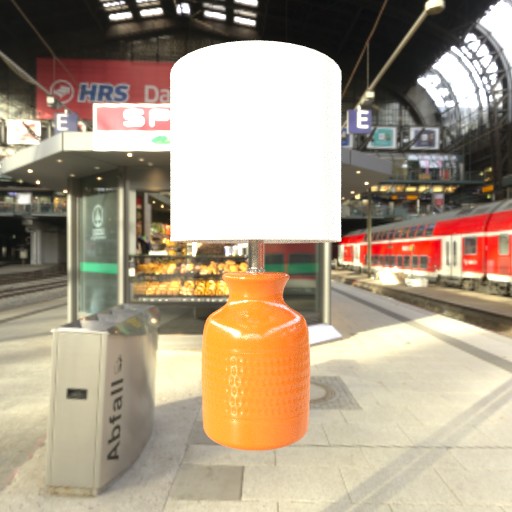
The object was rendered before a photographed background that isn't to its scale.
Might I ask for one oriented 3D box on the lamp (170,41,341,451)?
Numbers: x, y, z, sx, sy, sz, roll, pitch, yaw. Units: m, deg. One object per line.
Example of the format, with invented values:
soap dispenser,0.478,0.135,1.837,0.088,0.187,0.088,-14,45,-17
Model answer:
lamp,0.000,0.000,1.105,0.418,0.871,0.418,0,1,-1
